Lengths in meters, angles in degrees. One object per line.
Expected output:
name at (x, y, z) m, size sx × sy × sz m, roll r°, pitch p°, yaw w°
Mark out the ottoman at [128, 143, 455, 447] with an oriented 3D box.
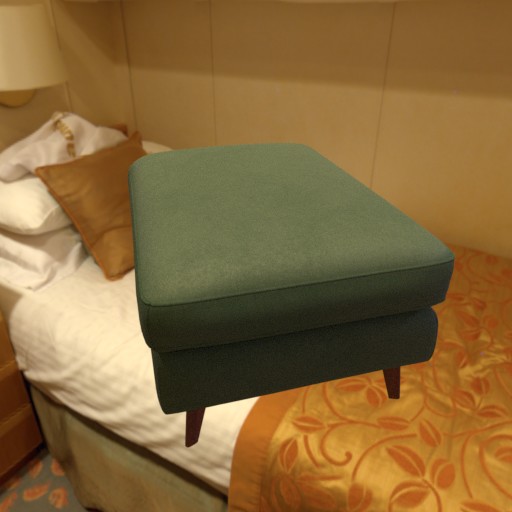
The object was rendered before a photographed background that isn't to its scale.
ottoman at (0.000, 0.000, 1.166) m, size 0.608 × 0.449 × 0.811 m, roll -8°, pitch 30°, yaw -13°
